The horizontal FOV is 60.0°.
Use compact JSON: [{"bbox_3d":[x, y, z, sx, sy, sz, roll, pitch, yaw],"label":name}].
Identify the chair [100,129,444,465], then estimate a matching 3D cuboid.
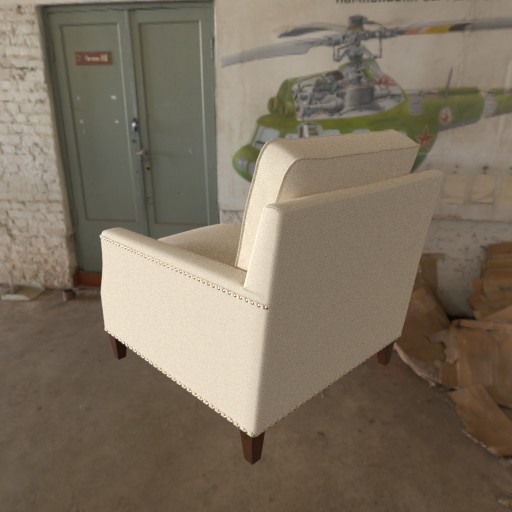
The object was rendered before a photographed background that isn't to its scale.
[{"bbox_3d":[0.000,0.000,1.702,0.853,0.943,1.014,-18,25,-42],"label":"chair"}]
